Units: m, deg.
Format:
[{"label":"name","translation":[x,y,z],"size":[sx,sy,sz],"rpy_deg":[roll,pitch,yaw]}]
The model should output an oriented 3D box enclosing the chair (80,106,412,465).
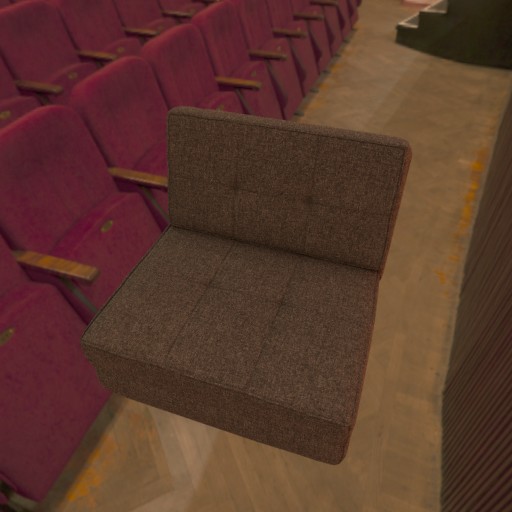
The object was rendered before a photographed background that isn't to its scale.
[{"label":"chair","translation":[0.000,0.000,1.294],"size":[0.740,0.615,0.800],"rpy_deg":[13,43,14]}]
